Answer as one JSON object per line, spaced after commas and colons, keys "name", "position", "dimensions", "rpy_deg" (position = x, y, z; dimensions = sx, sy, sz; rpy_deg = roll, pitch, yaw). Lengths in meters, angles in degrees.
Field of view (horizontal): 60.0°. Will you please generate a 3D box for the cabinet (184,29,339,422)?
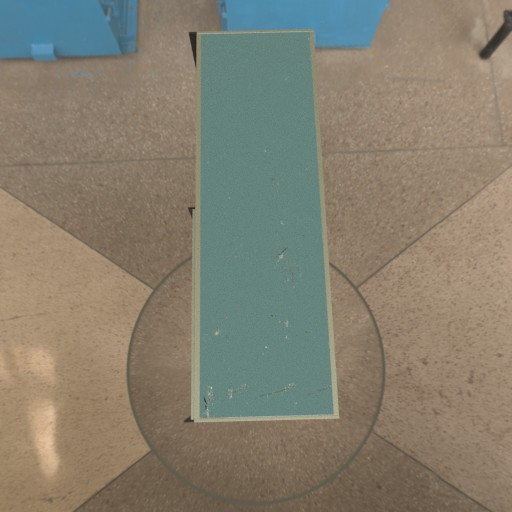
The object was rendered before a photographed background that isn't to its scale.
{"name": "cabinet", "position": [0.000, 0.000, 3.221], "dimensions": [0.680, 2.160, 2.000], "rpy_deg": [-1, 76, 0]}
